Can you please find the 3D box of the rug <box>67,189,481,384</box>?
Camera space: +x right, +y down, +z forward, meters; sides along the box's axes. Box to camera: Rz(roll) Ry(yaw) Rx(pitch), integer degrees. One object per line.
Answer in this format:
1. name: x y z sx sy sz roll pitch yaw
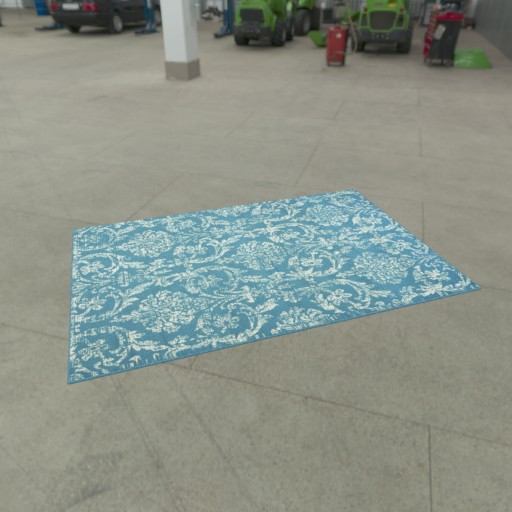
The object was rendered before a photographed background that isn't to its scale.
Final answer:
1. rug: 0.000 0.000 3.481 2.746 0.018 1.816 -10 34 -15
